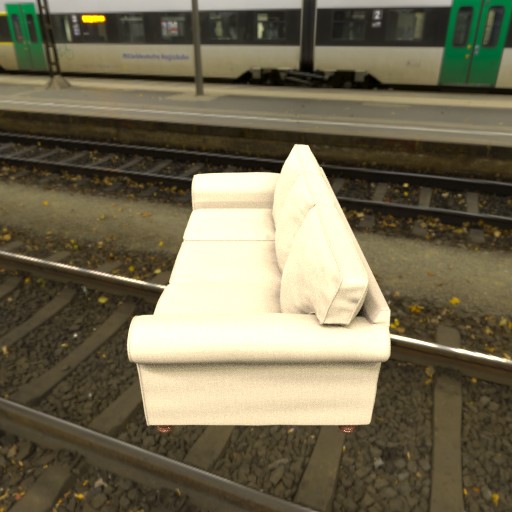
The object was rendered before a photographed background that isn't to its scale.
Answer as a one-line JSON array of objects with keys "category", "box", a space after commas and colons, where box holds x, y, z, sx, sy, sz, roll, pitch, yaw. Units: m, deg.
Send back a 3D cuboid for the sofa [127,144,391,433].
[{"category": "sofa", "box": [0.000, 0.000, 2.621, 0.998, 0.889, 2.118, 0, 27, 0]}]
